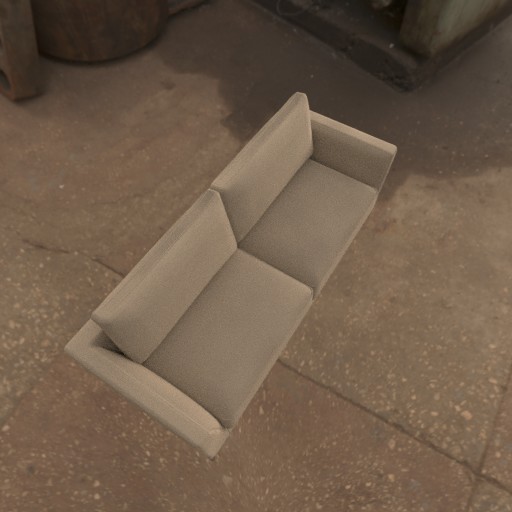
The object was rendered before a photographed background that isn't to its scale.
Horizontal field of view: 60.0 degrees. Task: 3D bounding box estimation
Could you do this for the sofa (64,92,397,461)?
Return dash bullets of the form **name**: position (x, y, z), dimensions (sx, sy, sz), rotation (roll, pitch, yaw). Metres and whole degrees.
- **sofa**: position (0.000, 0.000, 2.762), dimensions (0.868, 1.005, 2.214), rotation (29, 62, 17)
